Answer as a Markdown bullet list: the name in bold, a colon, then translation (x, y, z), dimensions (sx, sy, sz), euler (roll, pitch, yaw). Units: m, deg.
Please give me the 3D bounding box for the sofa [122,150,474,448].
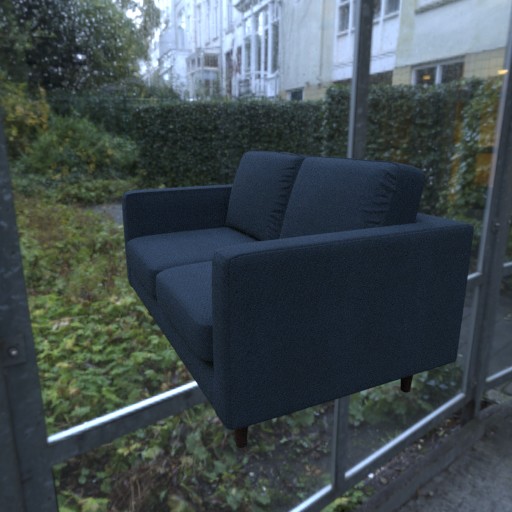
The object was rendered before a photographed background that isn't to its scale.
- **sofa**: translation (0.000, 0.000, 2.087), dimensions (0.999, 0.930, 1.518), euler (-8, 17, -25)
